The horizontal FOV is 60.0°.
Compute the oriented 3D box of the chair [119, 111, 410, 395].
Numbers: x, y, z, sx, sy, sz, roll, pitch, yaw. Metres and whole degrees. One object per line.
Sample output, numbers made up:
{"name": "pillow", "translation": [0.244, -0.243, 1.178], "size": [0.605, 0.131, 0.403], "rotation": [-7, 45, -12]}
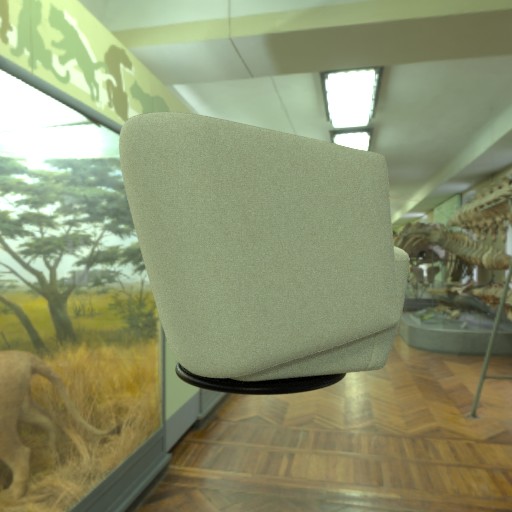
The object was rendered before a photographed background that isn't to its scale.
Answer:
{"name": "chair", "translation": [0.000, 0.000, 1.669], "size": [0.986, 0.861, 0.822], "rotation": [0, 0, -19]}
